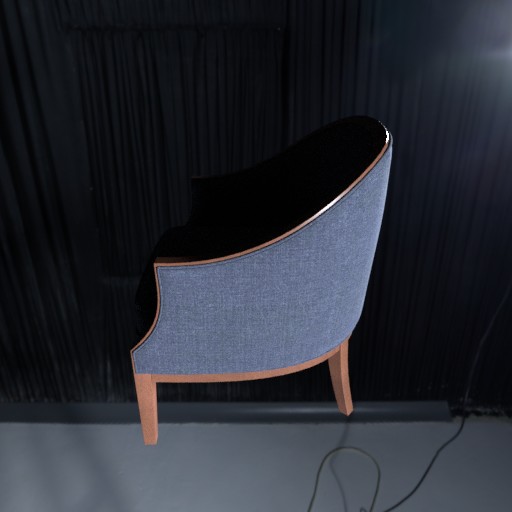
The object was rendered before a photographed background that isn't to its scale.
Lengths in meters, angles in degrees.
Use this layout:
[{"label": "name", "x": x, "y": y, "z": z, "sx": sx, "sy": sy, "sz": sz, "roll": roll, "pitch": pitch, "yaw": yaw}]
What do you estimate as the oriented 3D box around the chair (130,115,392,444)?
[{"label": "chair", "x": 0.000, "y": 0.000, "z": 1.476, "sx": 0.735, "sy": 0.876, "sz": 0.803, "roll": 0, "pitch": 26, "yaw": -1}]
